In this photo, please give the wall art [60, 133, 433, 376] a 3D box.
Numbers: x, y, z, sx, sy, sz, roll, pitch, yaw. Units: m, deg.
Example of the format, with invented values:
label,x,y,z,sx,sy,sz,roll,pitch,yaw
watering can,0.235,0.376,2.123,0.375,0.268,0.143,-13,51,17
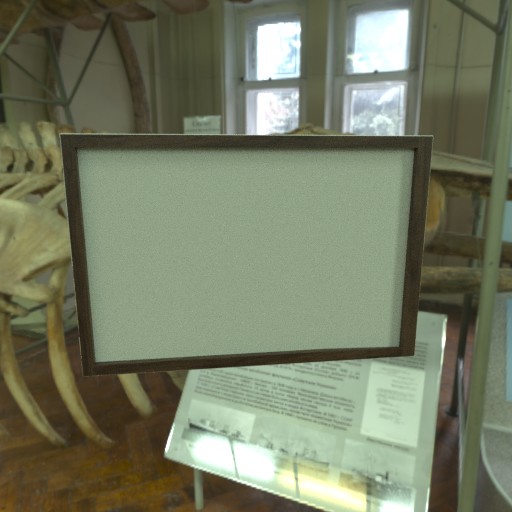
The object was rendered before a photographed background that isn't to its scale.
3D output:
label,x,y,z,sx,sy,sz,roll,pitch,yaw
wall art,0.000,0.000,1.928,1.520,1.016,0.051,-2,13,-7
